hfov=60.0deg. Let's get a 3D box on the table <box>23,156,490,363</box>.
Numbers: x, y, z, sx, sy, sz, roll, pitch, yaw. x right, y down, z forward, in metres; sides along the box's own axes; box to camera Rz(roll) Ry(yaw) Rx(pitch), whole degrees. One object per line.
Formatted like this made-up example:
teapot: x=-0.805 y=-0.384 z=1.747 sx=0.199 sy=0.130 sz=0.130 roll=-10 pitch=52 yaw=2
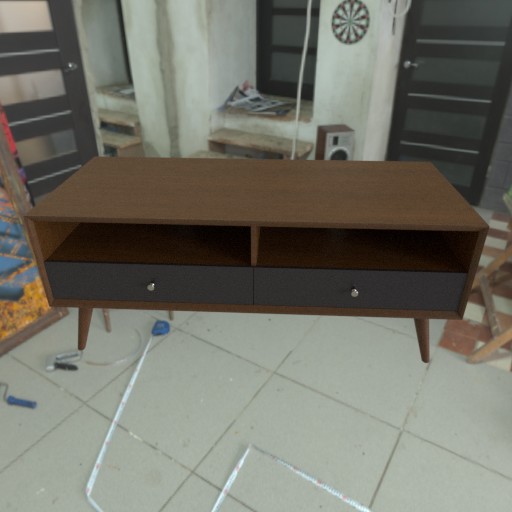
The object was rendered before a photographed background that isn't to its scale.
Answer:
table: x=0.000 y=0.000 z=1.381 sx=1.119 sy=0.464 sz=0.490 roll=1 pitch=30 yaw=3
